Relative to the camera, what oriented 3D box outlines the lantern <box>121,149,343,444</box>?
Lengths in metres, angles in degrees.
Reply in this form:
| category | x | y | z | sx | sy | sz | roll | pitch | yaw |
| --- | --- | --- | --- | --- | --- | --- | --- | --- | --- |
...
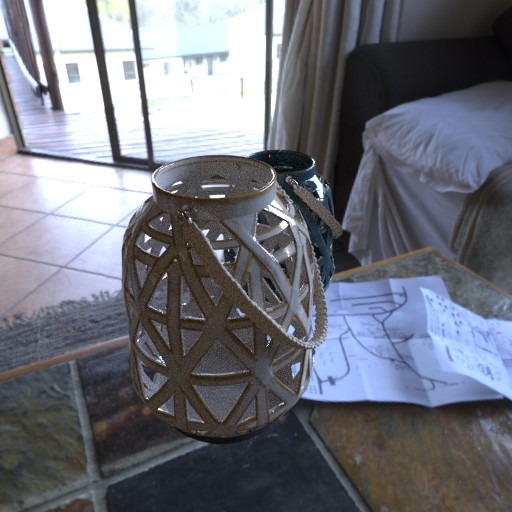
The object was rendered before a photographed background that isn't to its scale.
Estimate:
| category | x | y | z | sx | sy | sz | roll | pitch | yaw |
| --- | --- | --- | --- | --- | --- | --- | --- | --- | --- |
| lantern | 0.000 | 0.000 | 0.606 | 0.245 | 0.307 | 0.439 | 10 | 32 | 17 |
